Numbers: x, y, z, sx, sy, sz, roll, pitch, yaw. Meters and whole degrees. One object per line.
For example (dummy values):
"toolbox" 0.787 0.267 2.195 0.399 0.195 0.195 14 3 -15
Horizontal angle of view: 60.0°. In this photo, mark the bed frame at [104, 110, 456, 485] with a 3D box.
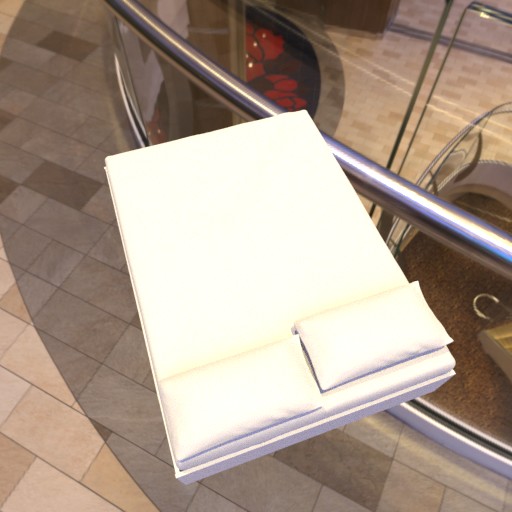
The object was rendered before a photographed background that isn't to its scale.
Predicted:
"bed frame" 0.000 0.000 2.561 1.450 0.629 1.950 -16 60 -10
